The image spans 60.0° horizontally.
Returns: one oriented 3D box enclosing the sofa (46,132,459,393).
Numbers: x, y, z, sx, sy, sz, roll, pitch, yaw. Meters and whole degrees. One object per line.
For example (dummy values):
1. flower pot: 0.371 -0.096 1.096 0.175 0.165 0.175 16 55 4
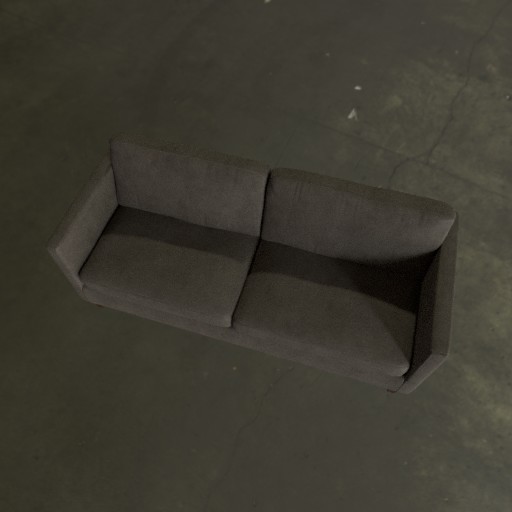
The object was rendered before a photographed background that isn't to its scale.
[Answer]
1. sofa: 0.000 0.000 2.726 2.208 0.965 0.951 14 59 9
